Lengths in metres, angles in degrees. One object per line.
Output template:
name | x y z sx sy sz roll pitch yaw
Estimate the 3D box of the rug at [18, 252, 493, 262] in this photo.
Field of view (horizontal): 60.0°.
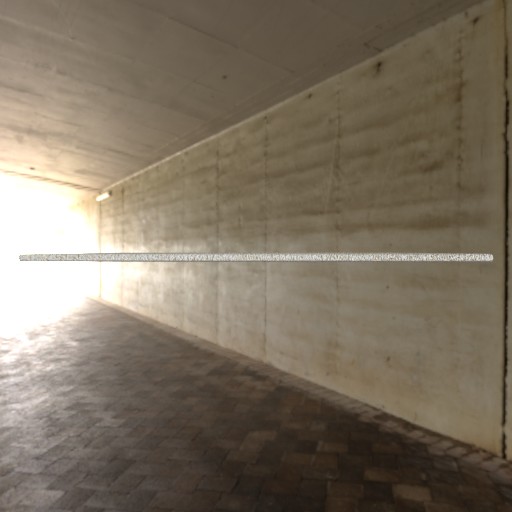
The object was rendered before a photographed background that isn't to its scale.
rug | 0.000 0.000 2.255 1.778 0.030 1.219 0 1 1
